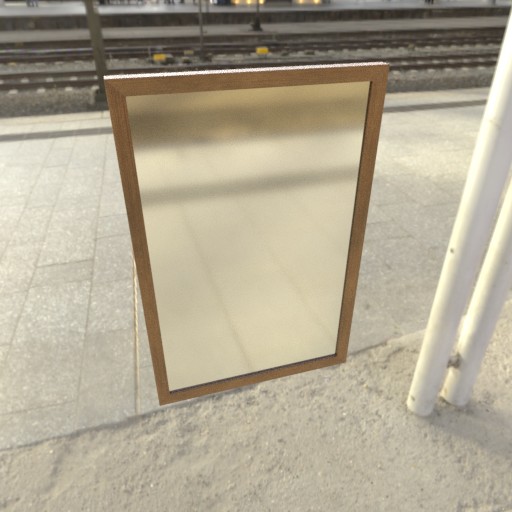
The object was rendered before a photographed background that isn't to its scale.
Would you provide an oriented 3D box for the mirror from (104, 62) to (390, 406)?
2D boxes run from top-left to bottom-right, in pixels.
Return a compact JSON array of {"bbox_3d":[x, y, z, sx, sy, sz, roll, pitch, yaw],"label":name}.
[{"bbox_3d":[0.000,0.000,1.165,0.609,0.915,0.040,-9,33,-14],"label":"mirror"}]
